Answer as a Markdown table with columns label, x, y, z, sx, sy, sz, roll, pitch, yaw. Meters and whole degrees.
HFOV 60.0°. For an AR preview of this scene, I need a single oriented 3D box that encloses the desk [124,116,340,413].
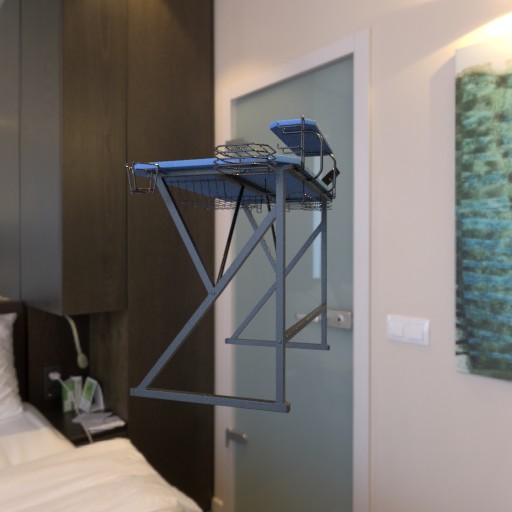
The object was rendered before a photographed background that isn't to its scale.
| label | x | y | z | sx | sy | sz | roll | pitch | yaw |
| --- | --- | --- | --- | --- | --- | --- | --- | --- | --- |
| desk | 0.000 | 0.000 | 1.781 | 0.594 | 0.909 | 1.295 | 0 | 1 | 17 |
